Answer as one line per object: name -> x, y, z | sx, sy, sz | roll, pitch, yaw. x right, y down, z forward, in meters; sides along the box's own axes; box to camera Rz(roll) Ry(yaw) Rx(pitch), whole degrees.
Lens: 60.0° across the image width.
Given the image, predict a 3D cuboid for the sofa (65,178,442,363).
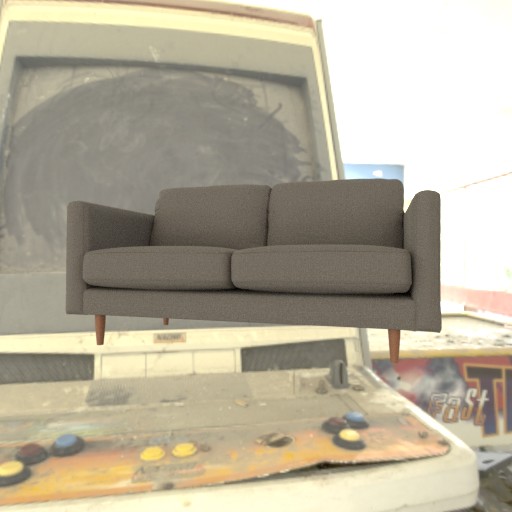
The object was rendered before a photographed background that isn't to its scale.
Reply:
sofa -> 0.000, 0.000, 2.315 | 1.713, 0.866, 0.940 | 0, -1, 16
